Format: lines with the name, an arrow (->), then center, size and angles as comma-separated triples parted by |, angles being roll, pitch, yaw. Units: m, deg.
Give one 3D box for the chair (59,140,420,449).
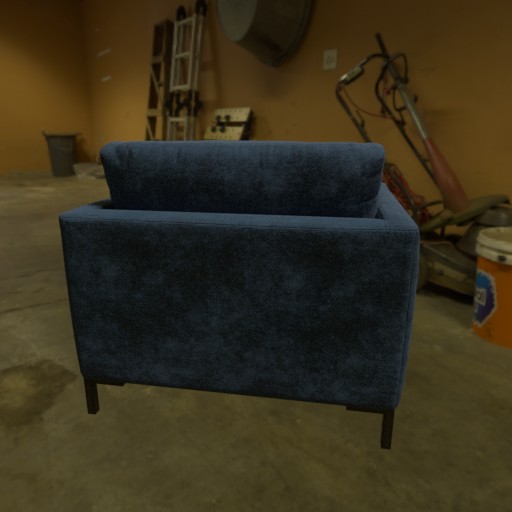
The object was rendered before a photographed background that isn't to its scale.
chair -> 0.000, 0.000, 1.574 | 0.964, 0.812, 0.875 | 3, 17, 10
